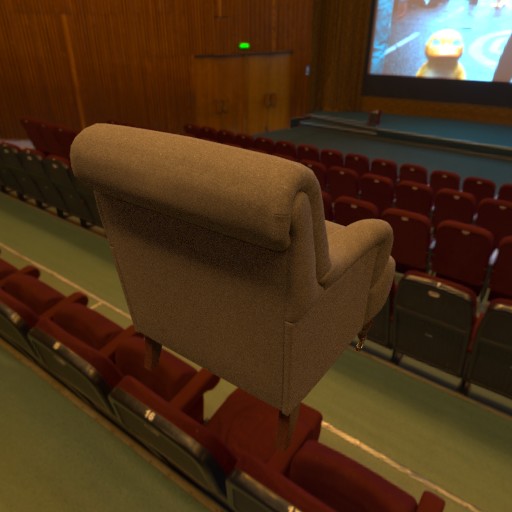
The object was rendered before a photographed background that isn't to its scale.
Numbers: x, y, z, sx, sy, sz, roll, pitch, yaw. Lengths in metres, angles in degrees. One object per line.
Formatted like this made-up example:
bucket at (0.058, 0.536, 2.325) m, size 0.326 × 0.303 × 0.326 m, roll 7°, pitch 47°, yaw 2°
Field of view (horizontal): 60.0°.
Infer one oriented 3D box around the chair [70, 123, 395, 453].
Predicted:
chair at (0.000, 0.000, 1.542) m, size 0.766 × 0.942 × 0.843 m, roll 19°, pitch 34°, yaw 31°
